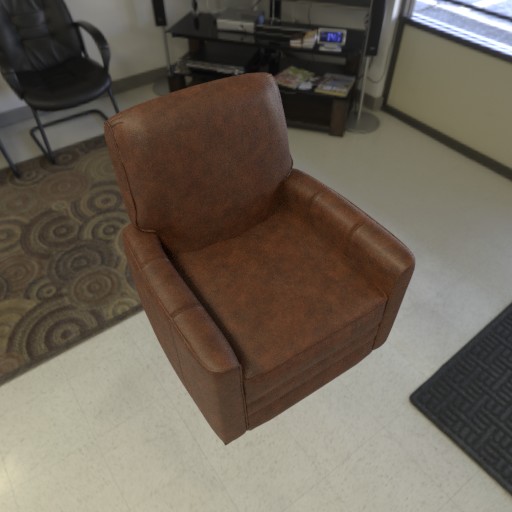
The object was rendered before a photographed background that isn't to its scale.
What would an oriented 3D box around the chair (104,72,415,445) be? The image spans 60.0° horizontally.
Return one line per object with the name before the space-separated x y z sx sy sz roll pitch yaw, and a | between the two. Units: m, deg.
chair | 0.000 0.000 1.653 0.839 1.010 0.850 -25 51 -22
